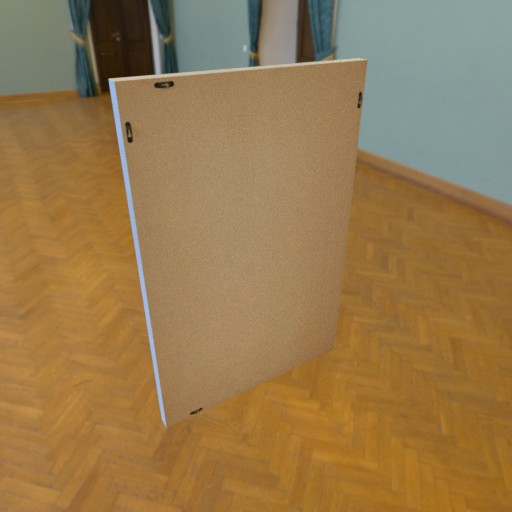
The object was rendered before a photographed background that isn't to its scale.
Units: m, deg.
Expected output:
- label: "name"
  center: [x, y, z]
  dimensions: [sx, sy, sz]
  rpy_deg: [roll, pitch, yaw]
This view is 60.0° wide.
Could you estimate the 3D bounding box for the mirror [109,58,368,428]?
- label: "mirror"
  center: [0.000, 0.000, 1.162]
  dimensions: [0.609, 0.915, 0.041]
  rpy_deg: [-17, 34, -27]
